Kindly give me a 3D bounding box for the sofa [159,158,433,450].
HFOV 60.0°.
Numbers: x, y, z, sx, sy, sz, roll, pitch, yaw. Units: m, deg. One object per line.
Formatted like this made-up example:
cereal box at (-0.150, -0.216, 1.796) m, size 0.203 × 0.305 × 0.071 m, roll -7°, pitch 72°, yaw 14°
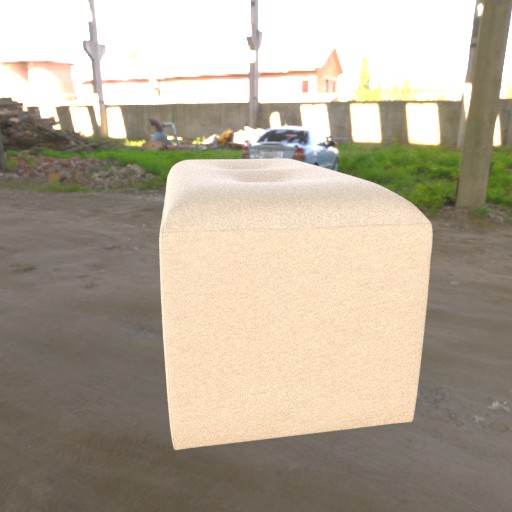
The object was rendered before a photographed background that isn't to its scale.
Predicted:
sofa at (0.000, 0.000, 1.195) m, size 0.480 × 0.470 × 0.930 m, roll -3°, pitch 17°, yaw -10°
